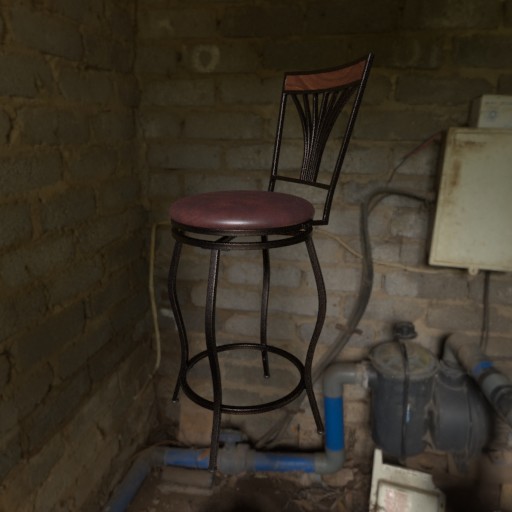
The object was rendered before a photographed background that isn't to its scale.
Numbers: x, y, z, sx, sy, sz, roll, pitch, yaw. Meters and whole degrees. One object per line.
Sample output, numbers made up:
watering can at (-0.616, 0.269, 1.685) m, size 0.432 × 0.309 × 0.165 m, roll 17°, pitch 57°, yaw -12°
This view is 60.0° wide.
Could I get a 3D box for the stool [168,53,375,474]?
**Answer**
stool at (0.000, 0.000, 1.363) m, size 0.514 × 1.117 × 0.433 m, roll -8°, pitch 18°, yaw -25°
